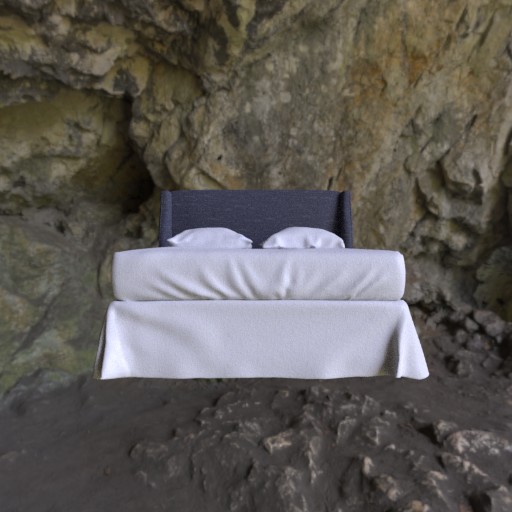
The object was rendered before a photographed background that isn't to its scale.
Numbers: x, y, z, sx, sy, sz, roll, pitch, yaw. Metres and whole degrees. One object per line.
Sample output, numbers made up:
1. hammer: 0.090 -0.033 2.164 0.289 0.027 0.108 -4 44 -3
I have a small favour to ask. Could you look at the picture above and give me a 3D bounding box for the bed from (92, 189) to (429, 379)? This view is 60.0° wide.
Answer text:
1. bed: 0.000 0.000 3.445 1.925 1.332 2.276 0 0 0
